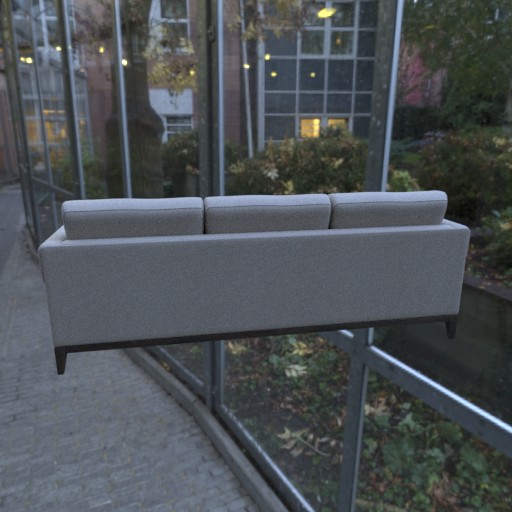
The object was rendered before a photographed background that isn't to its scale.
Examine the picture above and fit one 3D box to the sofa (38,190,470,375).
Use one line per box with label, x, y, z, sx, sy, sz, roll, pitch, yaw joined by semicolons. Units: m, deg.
sofa;0.000;0.000;2.709;2.210;0.838;0.959;-3;16;-10
